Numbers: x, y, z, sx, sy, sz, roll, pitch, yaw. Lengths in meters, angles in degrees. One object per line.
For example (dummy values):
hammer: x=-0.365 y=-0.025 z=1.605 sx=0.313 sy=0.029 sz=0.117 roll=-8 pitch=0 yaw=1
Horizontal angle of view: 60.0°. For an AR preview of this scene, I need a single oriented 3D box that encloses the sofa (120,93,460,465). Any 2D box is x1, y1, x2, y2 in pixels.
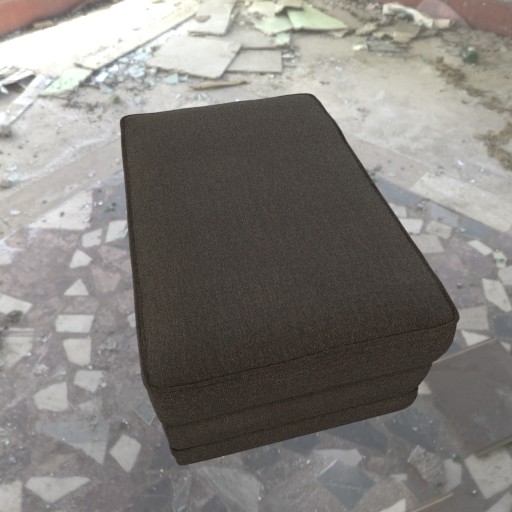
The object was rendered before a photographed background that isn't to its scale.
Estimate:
sofa: x=0.000 y=0.000 z=1.157 sx=0.578 sy=0.457 sz=0.854 roll=-11 pitch=49 yaw=-9
